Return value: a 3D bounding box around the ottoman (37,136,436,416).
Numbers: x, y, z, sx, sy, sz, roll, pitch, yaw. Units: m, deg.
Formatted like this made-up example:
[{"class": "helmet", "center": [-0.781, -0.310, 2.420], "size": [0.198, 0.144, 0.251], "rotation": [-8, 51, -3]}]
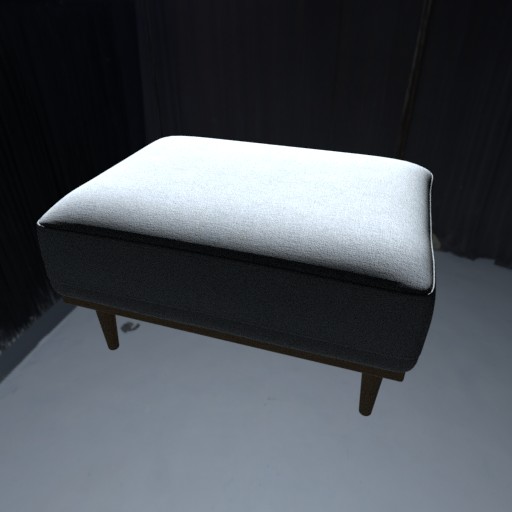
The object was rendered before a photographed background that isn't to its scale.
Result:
[{"class": "ottoman", "center": [0.000, 0.000, 1.044], "size": [0.749, 0.428, 0.549], "rotation": [10, 34, 15]}]
